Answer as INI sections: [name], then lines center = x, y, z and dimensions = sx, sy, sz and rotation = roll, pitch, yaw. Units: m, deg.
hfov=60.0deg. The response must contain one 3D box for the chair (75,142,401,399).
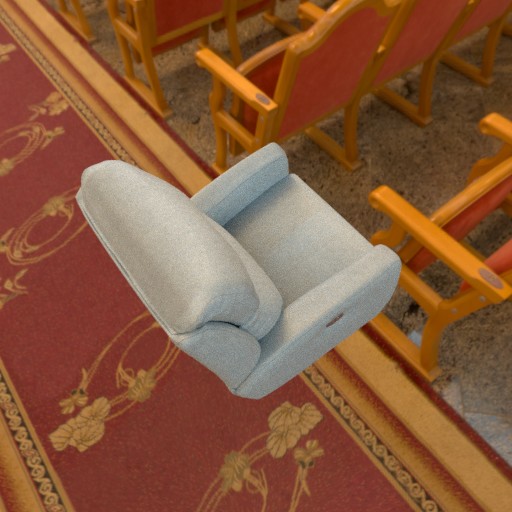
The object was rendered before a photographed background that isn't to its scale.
[chair]
center = 0.000, 0.000, 1.686
dimensions = 0.940, 1.016, 0.794
rotation = -33, 63, -19
